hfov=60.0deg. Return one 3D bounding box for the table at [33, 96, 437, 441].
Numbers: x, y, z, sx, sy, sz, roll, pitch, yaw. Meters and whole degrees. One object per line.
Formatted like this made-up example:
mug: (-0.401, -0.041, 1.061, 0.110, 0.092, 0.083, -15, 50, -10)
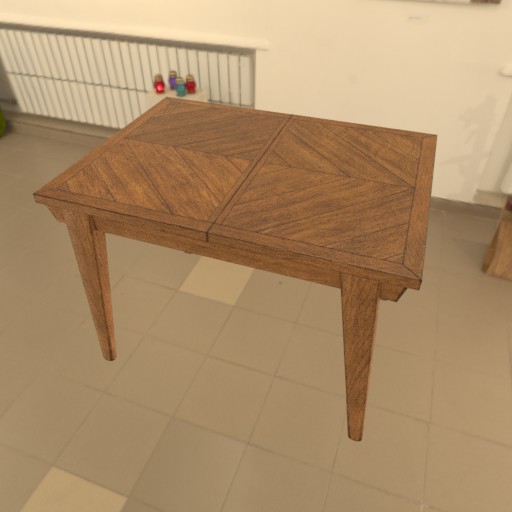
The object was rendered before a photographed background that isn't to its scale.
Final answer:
table: (0.000, 0.000, 1.598, 1.027, 0.760, 0.757, 13, 42, 15)
